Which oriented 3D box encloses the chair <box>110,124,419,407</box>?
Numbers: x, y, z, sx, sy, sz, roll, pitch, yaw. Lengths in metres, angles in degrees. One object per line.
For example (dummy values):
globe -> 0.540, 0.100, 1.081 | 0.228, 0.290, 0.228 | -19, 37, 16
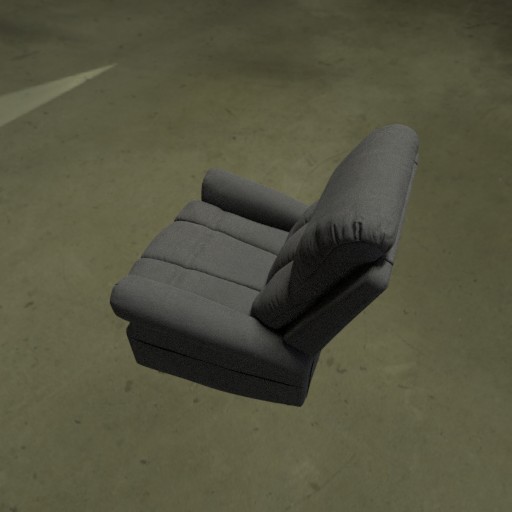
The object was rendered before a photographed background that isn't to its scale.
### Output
chair -> 0.000, 0.000, 1.734 | 0.979, 1.031, 0.871 | 16, 47, 15
